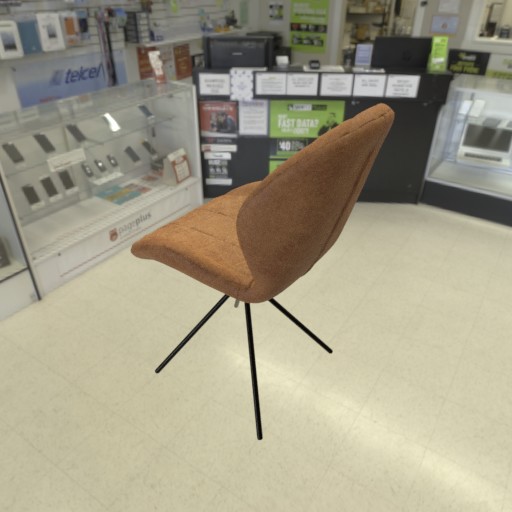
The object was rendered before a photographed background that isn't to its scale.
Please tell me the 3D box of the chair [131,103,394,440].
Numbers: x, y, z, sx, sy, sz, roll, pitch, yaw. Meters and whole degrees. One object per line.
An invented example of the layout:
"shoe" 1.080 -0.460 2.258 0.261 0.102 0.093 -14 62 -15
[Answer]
"chair" 0.000 0.000 1.286 0.640 0.929 0.527 22 39 30
